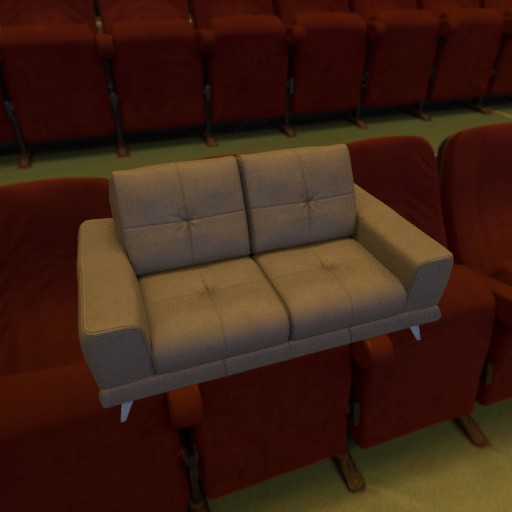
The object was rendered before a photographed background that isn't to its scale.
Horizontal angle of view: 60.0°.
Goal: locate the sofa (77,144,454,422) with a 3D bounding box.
[{"bbox_3d":[0.000,0.000,2.379,1.806,0.907,1.018,-11,34,-16],"label":"sofa"}]
